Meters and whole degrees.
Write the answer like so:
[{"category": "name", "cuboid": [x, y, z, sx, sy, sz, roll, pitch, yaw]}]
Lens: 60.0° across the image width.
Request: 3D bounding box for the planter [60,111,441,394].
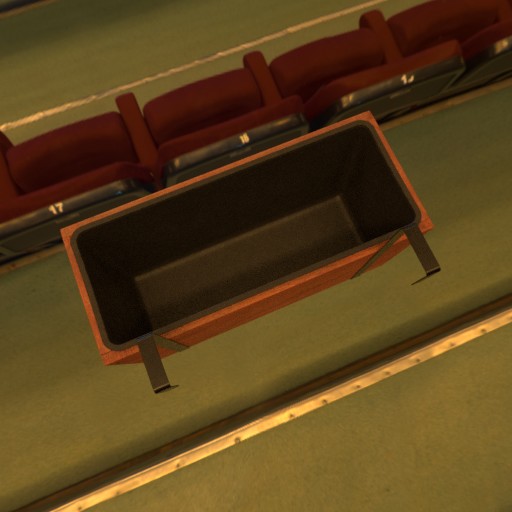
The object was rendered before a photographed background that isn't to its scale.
[{"category": "planter", "cuboid": [0.000, 0.000, 0.646, 0.480, 0.289, 0.262, -22, 76, -6]}]
